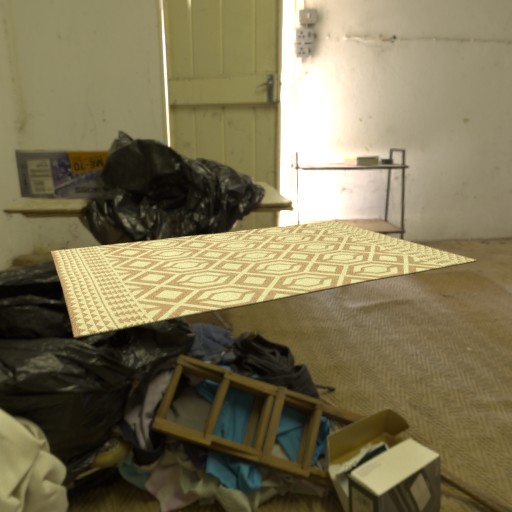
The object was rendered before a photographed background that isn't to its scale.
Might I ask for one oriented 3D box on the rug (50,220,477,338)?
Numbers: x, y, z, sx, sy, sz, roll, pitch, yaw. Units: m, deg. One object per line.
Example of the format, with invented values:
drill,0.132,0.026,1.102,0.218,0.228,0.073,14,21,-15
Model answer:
rug,0.000,0.000,2.970,2.435,0.011,1.526,-8,17,-26
